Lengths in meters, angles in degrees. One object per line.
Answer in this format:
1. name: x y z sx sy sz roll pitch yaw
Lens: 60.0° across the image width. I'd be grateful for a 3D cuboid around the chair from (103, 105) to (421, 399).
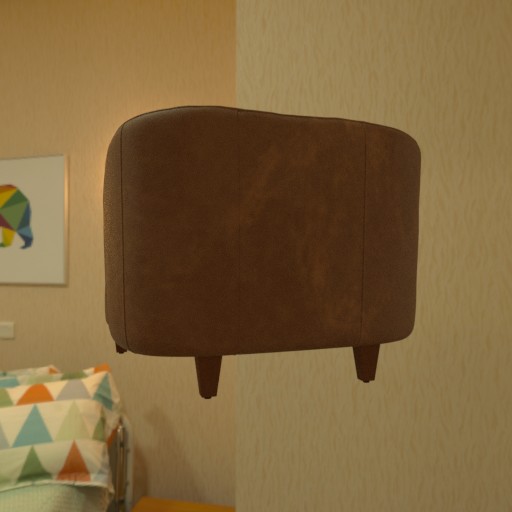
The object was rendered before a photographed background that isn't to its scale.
1. chair: 0.000 0.000 1.713 1.119 0.836 0.911 0 -1 -19
